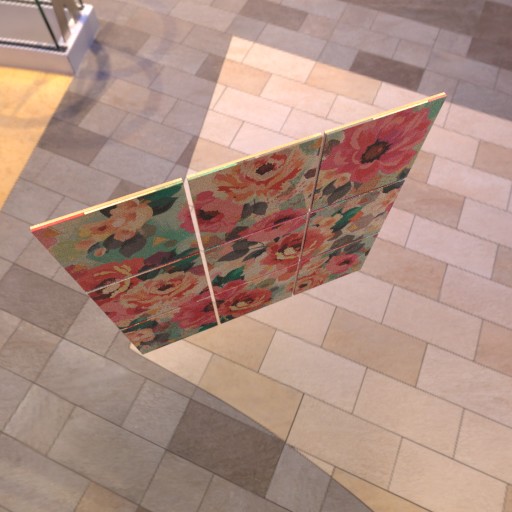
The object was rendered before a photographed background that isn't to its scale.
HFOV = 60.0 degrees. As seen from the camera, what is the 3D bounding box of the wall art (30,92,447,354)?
[{"bbox_3d":[0.000,0.000,1.312,0.911,0.910,0.012,-20,65,-10],"label":"wall art"}]
